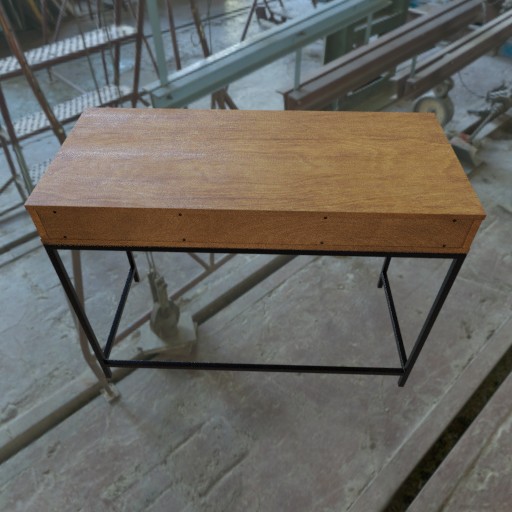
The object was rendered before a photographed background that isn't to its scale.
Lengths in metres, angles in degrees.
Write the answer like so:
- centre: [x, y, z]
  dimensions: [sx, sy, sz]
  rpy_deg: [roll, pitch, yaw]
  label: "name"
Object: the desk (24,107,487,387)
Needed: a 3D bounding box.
- centre: [0.000, 0.000, 1.408]
  dimensions: [1.016, 0.762, 0.470]
  rpy_deg: [1, 45, 1]
  label: "desk"
